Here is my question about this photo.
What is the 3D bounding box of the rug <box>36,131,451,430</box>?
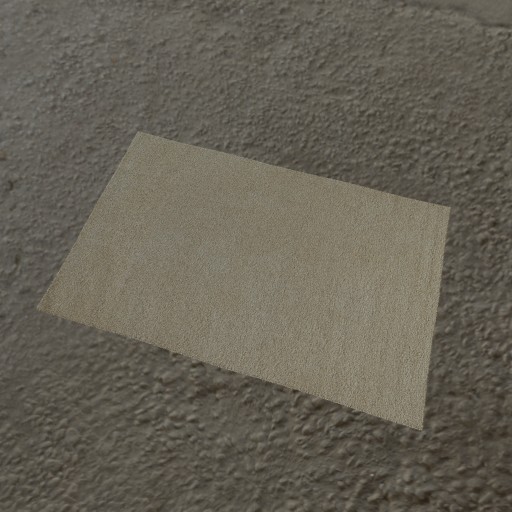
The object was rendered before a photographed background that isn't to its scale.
[{"bbox_3d":[0.000,0.000,2.886,2.346,0.025,1.500,15,64,8],"label":"rug"}]
